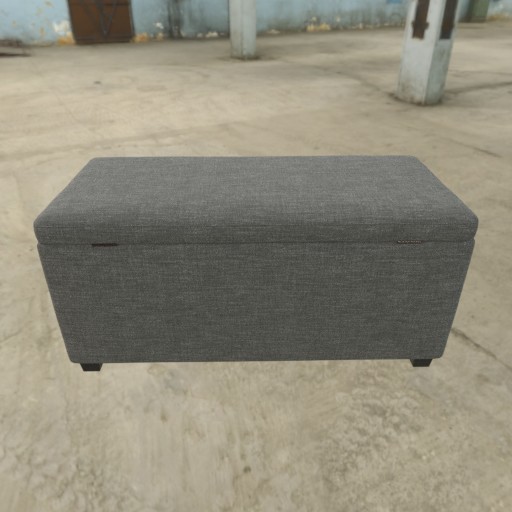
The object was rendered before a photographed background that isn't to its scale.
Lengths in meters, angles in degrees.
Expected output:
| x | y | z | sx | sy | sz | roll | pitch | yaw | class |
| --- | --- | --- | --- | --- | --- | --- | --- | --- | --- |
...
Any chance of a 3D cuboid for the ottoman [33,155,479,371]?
| x | y | z | sx | sy | sz | roll | pitch | yaw | class |
| --- | --- | --- | --- | --- | --- | --- | --- | --- | --- |
| 0.000 | 0.000 | 1.123 | 0.902 | 0.432 | 0.419 | -1 | 31 | -1 | ottoman |
